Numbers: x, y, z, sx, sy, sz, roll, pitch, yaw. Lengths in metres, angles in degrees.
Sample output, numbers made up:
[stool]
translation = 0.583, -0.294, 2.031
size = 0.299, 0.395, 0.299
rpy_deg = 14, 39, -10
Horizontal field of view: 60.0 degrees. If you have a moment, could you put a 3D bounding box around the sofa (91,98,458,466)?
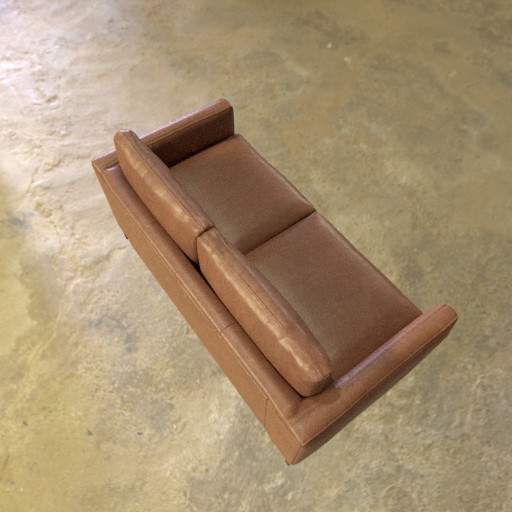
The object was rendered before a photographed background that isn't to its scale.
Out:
[sofa]
translation = 0.000, 0.000, 2.296
size = 0.899, 0.883, 1.797
rpy_deg = -33, 63, -19
